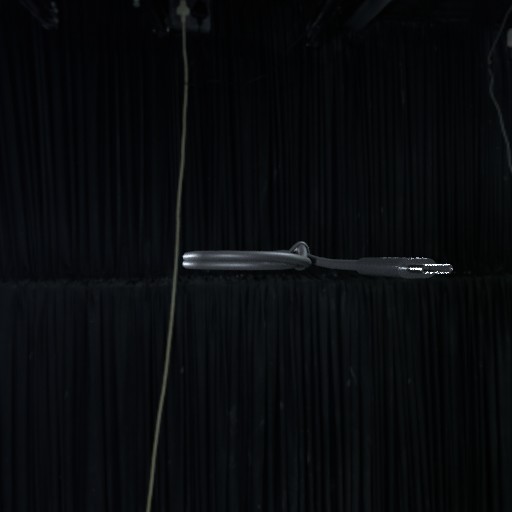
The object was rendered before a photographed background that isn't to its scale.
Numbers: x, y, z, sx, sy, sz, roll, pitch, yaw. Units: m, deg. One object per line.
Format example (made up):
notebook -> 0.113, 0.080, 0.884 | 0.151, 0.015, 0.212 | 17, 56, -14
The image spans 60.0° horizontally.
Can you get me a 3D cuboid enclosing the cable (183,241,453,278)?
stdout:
cable -> 0.000, 0.000, 0.211 | 0.070, 0.014, 0.186 | 0, 0, -17
